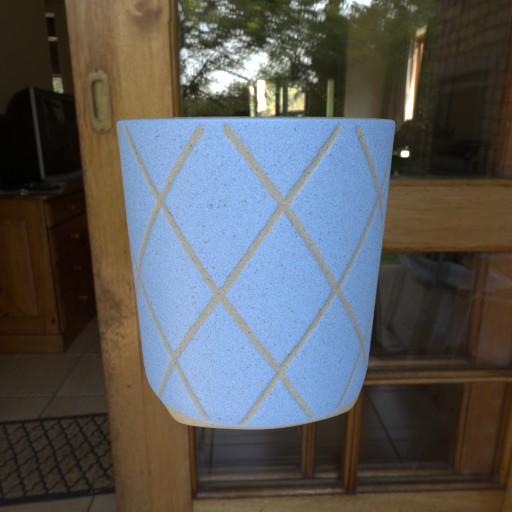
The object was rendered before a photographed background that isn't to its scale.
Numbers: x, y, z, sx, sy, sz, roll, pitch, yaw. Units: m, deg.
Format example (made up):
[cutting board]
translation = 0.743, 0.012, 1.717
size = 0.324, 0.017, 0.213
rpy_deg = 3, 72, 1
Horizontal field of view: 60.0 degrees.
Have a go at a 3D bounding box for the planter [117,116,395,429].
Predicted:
[planter]
translation = 0.000, 0.000, 0.343
size = 0.191, 0.200, 0.191
rpy_deg = 0, 16, 0
